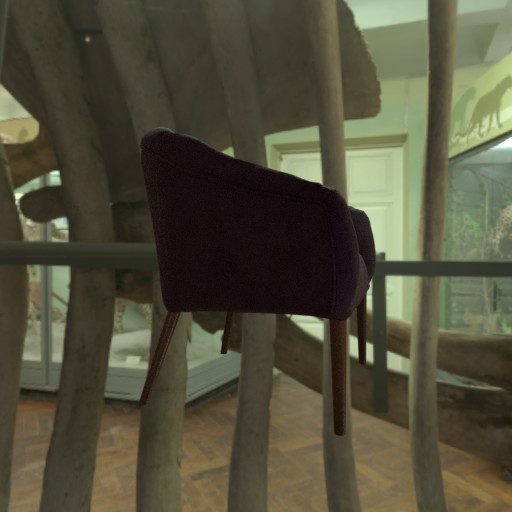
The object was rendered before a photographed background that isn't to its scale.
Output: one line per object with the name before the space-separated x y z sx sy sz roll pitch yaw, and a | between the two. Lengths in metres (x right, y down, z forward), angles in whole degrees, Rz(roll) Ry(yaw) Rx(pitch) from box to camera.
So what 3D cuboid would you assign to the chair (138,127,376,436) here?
chair | 0.000 0.000 1.557 0.776 0.885 0.851 1 2 18
